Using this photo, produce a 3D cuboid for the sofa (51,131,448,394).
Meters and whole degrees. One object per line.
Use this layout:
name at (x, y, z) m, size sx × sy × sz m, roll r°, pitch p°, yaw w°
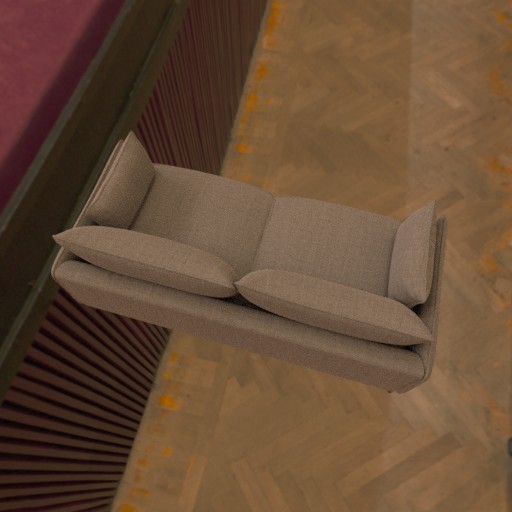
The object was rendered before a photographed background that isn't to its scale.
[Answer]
sofa at (0.000, 0.000, 2.494) m, size 1.989 × 0.851 × 0.972 m, roll 14°, pitch 65°, yaw 7°
